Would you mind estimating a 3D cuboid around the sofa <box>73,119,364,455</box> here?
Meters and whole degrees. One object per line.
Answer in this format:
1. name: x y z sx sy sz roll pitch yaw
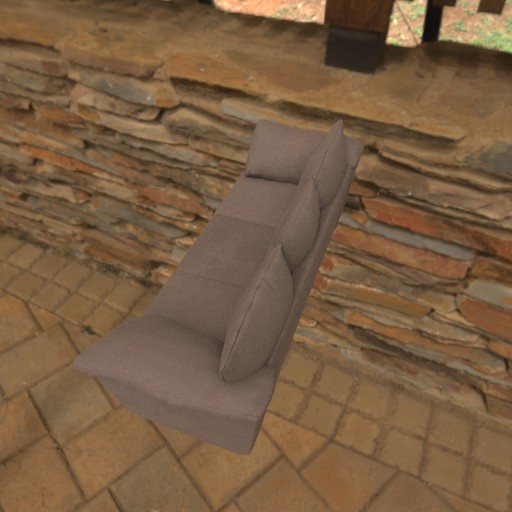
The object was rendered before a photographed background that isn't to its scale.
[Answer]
1. sofa: 0.000 0.000 2.820 0.893 0.981 2.377 15 47 14
